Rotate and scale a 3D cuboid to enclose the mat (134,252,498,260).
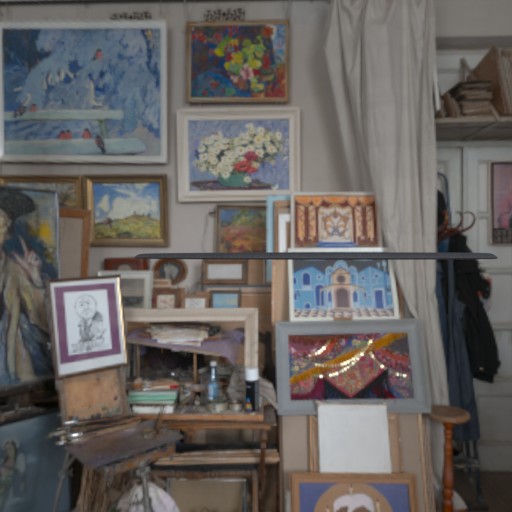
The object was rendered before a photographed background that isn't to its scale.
[{"bbox_3d":[0.000,0.000,1.814,0.917,0.022,1.525,0,0,-36],"label":"mat"}]
